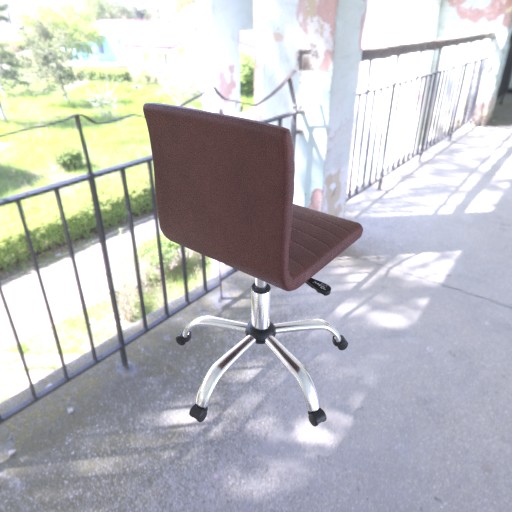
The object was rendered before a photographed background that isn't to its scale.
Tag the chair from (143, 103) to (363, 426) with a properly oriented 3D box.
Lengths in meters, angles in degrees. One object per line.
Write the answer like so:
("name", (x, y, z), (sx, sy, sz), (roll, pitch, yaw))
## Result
("chair", (0.000, 0.000, 1.163), (0.556, 0.780, 0.530), (22, 36, 33))
